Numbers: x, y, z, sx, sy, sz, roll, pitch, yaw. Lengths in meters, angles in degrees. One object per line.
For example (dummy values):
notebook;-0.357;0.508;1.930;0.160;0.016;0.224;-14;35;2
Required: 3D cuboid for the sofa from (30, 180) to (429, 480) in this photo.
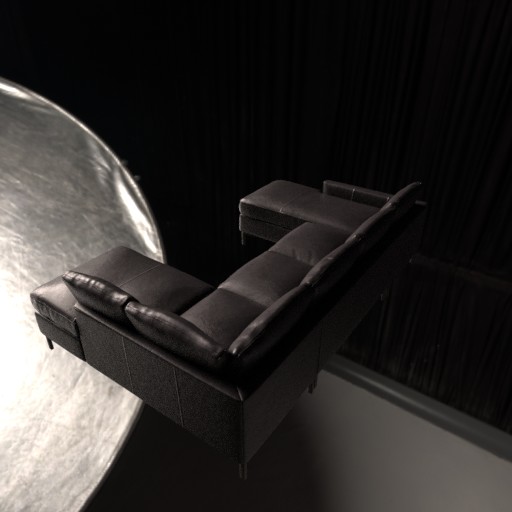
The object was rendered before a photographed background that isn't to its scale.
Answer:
sofa;0.000;0.000;3.749;1.939;0.900;2.956;20;36;30
